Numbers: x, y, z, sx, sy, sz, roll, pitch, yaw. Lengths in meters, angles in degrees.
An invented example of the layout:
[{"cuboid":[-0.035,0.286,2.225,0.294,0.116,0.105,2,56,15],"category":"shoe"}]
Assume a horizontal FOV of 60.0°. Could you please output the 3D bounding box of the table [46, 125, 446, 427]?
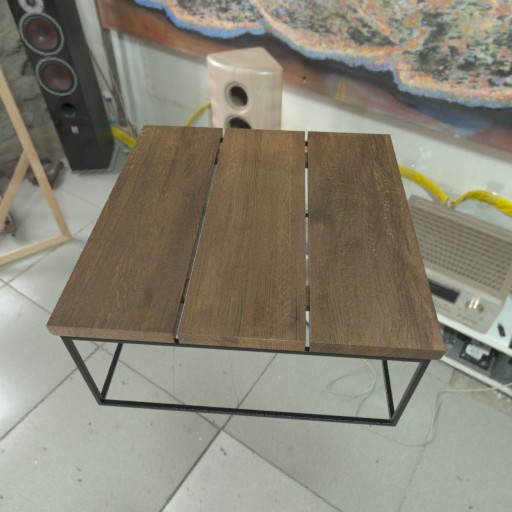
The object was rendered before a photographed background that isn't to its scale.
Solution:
[{"cuboid":[0.000,0.000,1.447,0.900,0.400,0.900,3,46,3],"category":"table"}]
